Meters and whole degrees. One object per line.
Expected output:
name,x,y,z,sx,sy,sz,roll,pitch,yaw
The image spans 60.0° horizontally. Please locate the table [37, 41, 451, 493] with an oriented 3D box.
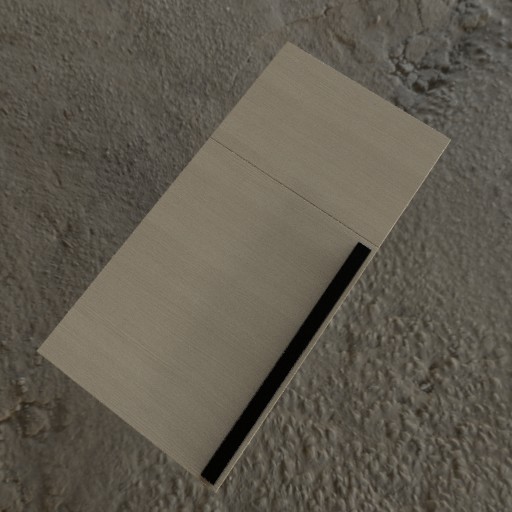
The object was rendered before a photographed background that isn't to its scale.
table,0.000,0.000,0.786,0.322,0.242,0.644,35,79,8
